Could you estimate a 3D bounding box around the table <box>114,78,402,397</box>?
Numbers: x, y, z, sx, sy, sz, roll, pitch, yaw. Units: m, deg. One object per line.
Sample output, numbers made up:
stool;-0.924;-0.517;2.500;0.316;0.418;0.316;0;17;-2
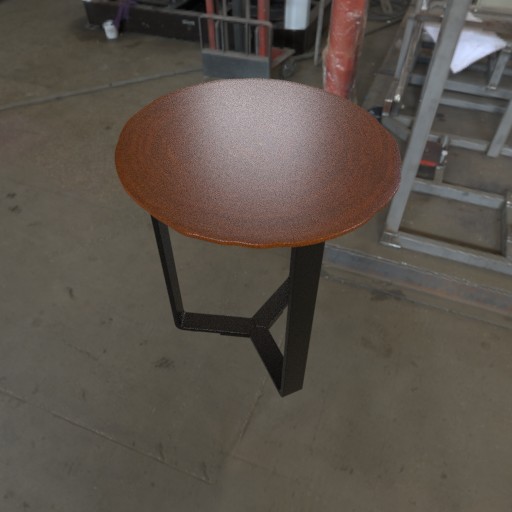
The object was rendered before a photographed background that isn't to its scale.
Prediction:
table;0.000;0.000;0.772;0.380;0.450;0.410;-18;48;-16
